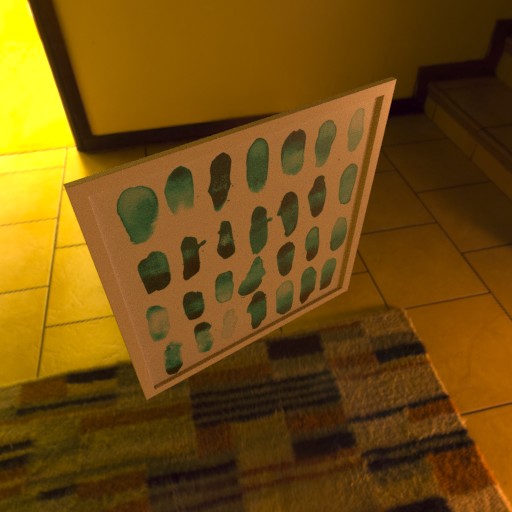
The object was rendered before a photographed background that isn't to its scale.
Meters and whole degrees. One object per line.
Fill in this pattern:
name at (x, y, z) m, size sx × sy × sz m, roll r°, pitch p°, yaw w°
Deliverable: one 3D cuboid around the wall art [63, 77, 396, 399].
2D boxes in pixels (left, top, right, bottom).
wall art at (0.000, 0.000, 0.694) m, size 0.456 × 0.457 × 0.009 m, roll -25°, pitch 51°, yaw -22°
